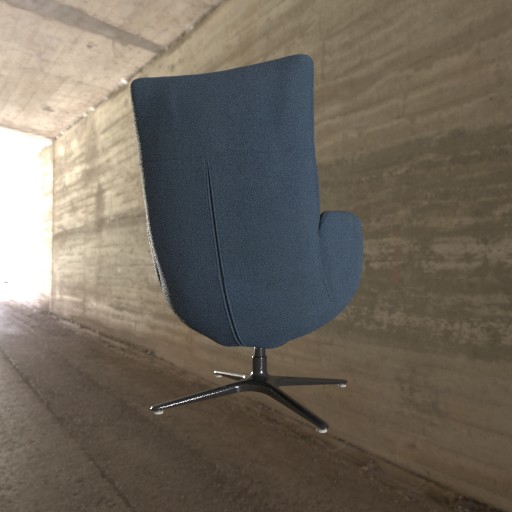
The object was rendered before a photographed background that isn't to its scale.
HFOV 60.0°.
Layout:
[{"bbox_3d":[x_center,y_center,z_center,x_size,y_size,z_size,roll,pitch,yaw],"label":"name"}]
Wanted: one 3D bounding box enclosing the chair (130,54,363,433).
[{"bbox_3d":[0.000,0.000,1.561,0.711,1.016,0.889,-1,-2,17],"label":"chair"}]
